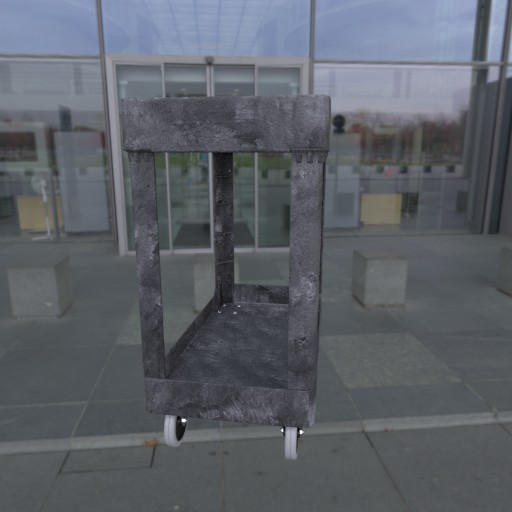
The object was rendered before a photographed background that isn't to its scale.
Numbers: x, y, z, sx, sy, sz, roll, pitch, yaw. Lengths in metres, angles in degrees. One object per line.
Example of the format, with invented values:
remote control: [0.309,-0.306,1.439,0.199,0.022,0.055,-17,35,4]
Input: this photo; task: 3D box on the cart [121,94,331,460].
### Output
cart: [0.000,0.000,1.350,0.420,0.824,0.877,2,14,9]
